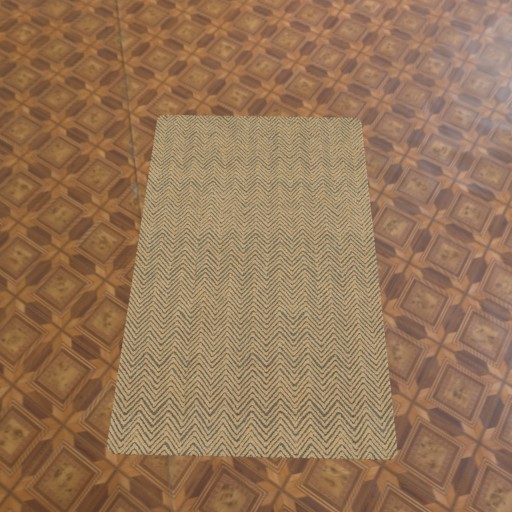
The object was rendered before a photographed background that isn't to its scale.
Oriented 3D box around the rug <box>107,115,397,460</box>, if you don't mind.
[{"bbox_3d":[0.000,0.000,2.118,1.144,0.008,1.752,1,64,1],"label":"rug"}]
